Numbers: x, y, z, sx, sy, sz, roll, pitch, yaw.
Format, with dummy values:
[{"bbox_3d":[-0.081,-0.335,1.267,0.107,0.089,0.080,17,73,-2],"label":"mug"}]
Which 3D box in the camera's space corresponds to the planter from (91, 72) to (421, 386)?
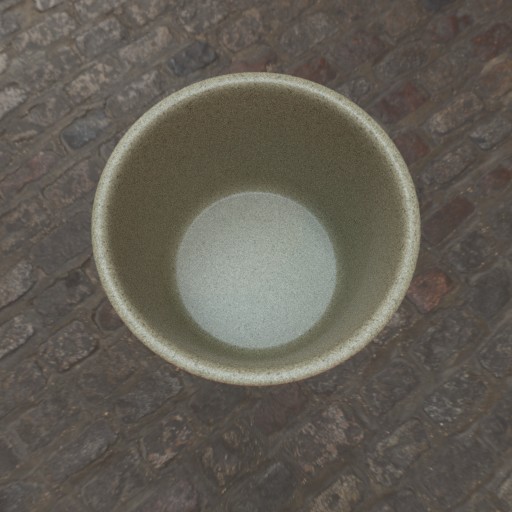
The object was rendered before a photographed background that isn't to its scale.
[{"bbox_3d":[0.000,0.000,0.352,0.191,0.200,0.191,0,76,0],"label":"planter"}]
